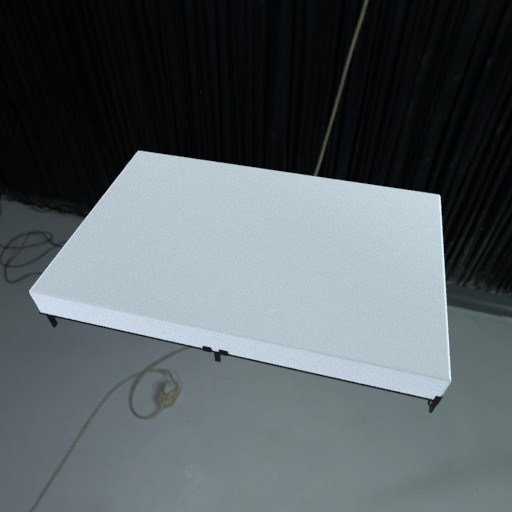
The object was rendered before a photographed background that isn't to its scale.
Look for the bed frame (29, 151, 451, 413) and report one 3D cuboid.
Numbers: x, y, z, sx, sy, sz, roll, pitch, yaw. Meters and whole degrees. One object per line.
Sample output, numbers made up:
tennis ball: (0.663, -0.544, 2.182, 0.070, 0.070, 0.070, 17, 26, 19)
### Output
bed frame: (0.000, 0.000, 3.794, 2.987, 0.440, 1.930, 10, 47, 10)
